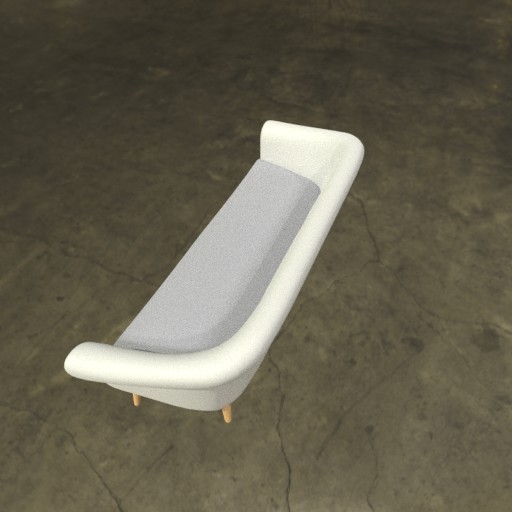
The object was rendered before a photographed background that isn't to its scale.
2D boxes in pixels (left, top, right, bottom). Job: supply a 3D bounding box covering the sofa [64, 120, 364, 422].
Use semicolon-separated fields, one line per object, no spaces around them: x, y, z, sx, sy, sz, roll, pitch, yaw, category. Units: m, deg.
0.000;0.000;2.534;0.827;0.795;2.160;18;49;16;sofa
